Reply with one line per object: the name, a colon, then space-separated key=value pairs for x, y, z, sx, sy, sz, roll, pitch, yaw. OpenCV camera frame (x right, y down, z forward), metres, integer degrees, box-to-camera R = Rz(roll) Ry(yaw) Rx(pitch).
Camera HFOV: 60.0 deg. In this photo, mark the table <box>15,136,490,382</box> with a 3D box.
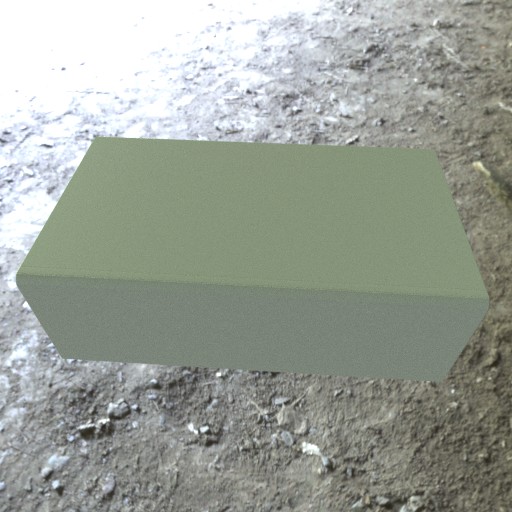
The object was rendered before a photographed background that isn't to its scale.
table: x=0.000 y=0.000 z=1.388 sx=1.097 sy=0.442 sz=0.639 roll=3 pitch=47 yaw=3
